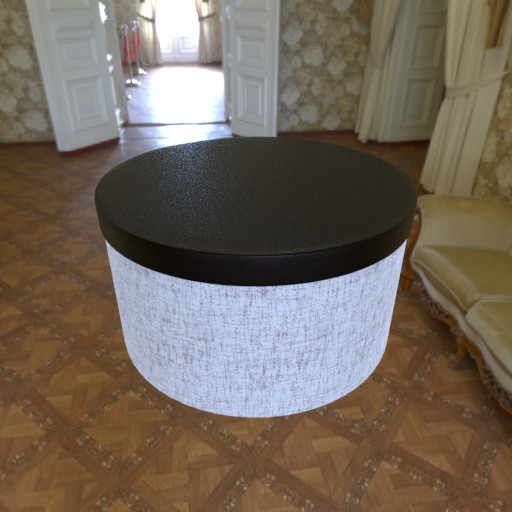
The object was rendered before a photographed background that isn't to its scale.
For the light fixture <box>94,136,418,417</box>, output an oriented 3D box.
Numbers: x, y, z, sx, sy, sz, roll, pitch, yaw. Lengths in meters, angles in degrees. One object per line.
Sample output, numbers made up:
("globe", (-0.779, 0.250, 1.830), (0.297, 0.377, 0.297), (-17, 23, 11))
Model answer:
("light fixture", (0.000, 0.000, 0.615), (0.389, 0.229, 0.389), (0, 30, 0))
